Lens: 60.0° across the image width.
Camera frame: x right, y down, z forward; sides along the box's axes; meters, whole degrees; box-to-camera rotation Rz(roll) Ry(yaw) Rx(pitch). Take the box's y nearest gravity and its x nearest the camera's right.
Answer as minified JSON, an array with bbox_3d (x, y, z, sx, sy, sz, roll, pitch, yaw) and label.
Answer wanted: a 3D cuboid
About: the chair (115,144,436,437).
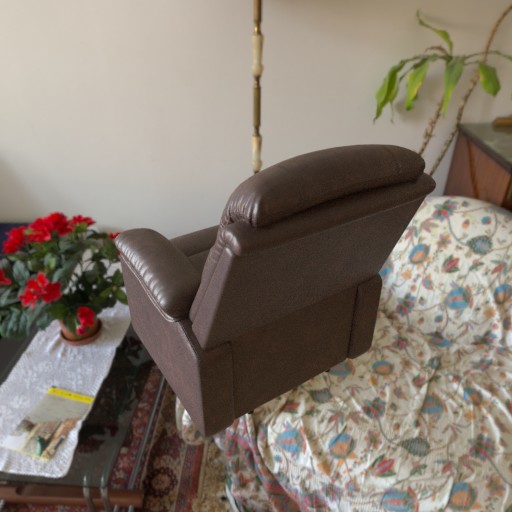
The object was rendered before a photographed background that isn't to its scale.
[{"bbox_3d":[0.000,0.000,1.653,0.855,0.992,0.919,-19,36,-28],"label":"chair"}]
